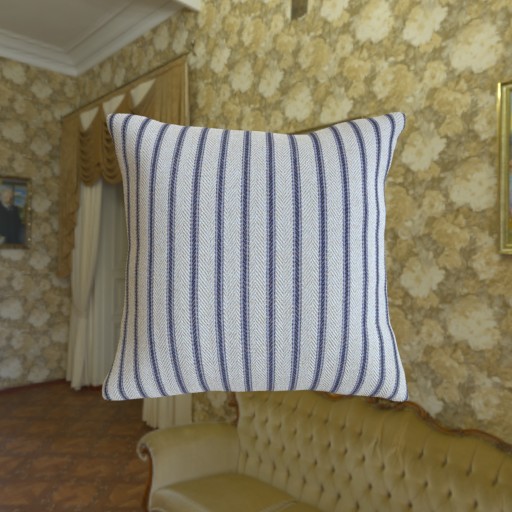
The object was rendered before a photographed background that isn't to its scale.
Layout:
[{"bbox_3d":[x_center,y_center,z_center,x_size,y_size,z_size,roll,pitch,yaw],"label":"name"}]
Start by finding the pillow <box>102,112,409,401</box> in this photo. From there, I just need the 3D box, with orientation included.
[{"bbox_3d":[0.000,0.000,0.681,0.468,0.444,0.138,0,0,-1],"label":"pillow"}]
